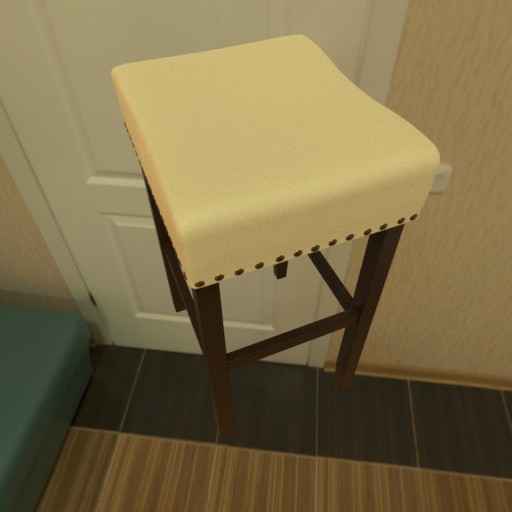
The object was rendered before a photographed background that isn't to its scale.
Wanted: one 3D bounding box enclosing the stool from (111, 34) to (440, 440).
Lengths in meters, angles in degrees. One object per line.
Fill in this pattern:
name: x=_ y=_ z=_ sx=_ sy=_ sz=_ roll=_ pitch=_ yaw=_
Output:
stool: x=0.000 y=0.000 z=1.001 sx=0.401 sy=0.762 sz=0.471 roll=-17 pitch=50 yaw=-15
